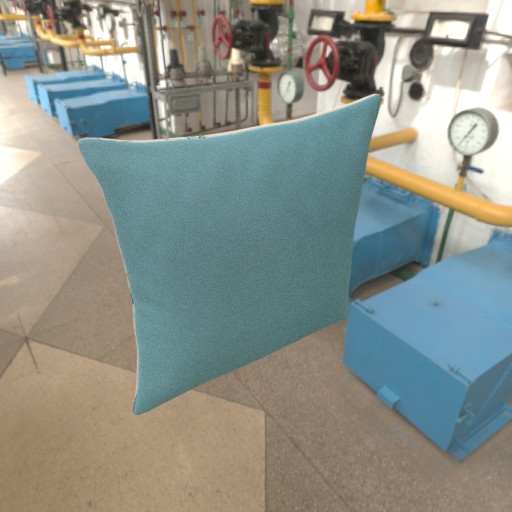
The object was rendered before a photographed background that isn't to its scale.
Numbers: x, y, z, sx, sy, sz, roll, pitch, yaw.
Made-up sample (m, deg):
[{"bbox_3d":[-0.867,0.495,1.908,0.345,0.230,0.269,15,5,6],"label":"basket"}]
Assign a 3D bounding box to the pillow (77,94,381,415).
[{"bbox_3d":[0.000,0.000,0.795,0.526,0.507,0.166,-19,36,-28],"label":"pillow"}]
